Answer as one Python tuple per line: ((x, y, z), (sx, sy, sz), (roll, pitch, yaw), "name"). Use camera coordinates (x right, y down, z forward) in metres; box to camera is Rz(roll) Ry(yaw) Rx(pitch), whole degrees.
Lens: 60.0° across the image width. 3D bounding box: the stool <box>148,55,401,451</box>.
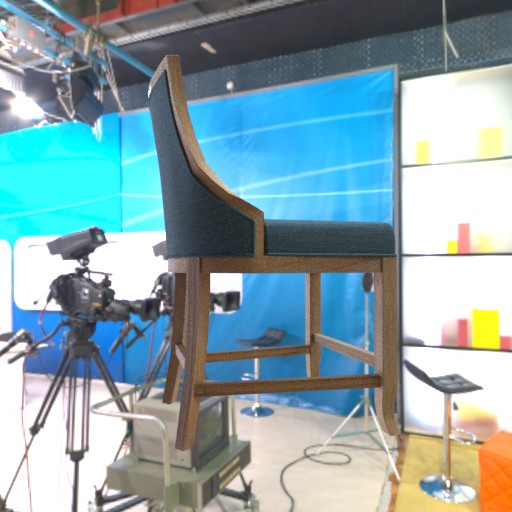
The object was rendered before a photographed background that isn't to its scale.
((0.000, 0.000, 1.316), (0.626, 0.938, 0.524), (0, -1, -17), "stool")
